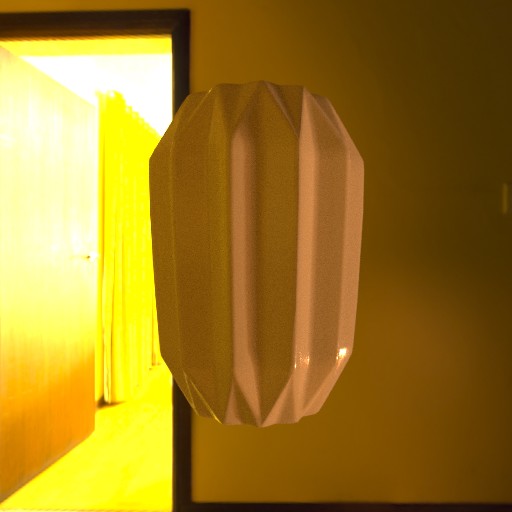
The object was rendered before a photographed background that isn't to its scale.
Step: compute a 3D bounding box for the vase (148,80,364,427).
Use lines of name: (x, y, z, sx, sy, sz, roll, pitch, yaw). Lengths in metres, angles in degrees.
vase: (0.000, 0.000, 0.411, 0.195, 0.275, 0.195, 0, 0, 0)
